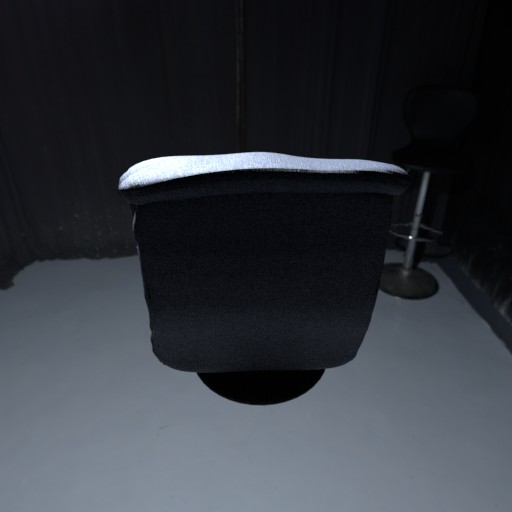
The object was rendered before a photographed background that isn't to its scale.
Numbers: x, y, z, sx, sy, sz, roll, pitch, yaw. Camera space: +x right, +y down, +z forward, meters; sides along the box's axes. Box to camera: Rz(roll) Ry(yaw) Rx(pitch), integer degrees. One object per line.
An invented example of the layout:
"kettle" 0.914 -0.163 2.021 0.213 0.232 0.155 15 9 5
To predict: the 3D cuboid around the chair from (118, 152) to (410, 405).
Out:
"chair" 0.000 0.000 1.245 0.597 0.749 0.668 -1 31 -2
